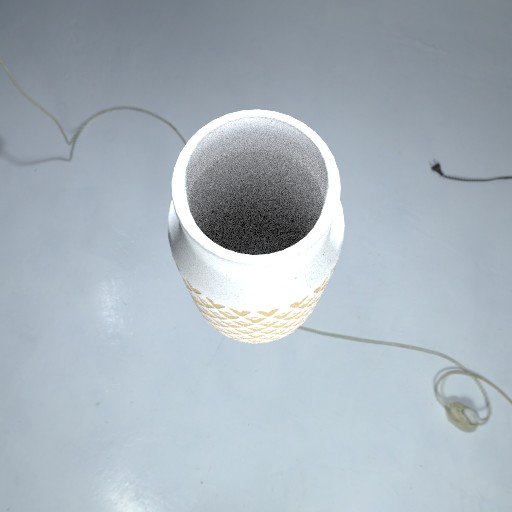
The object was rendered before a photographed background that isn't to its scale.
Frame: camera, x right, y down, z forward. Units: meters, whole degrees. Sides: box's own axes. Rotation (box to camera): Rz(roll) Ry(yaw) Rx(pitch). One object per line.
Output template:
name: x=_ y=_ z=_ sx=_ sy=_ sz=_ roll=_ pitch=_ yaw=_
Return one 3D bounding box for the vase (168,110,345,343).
vase: x=0.000 y=0.000 z=0.383 sx=0.137 sy=0.307 sz=0.137 roll=0 pitch=75 yaw=0
